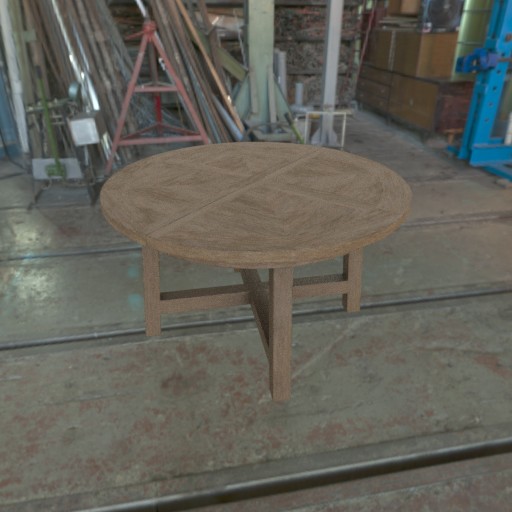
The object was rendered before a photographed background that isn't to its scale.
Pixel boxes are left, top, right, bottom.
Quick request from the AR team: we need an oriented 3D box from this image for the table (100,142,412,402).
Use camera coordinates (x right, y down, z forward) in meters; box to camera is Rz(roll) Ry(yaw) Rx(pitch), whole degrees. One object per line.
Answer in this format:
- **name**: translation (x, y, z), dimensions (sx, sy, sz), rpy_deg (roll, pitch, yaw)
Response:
- **table**: translation (0.000, 0.000, 2.144), dimensions (1.319, 0.762, 1.319), rpy_deg (0, 29, 0)
